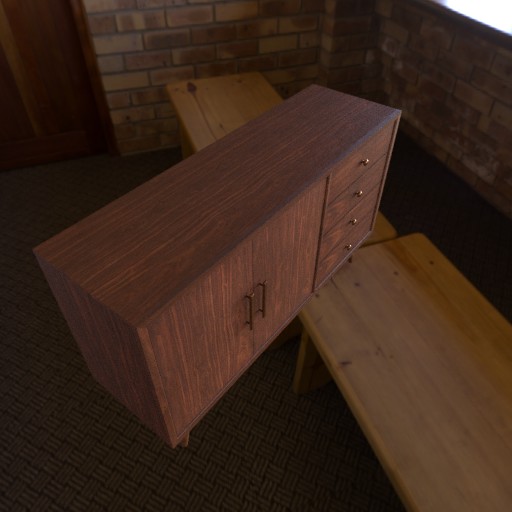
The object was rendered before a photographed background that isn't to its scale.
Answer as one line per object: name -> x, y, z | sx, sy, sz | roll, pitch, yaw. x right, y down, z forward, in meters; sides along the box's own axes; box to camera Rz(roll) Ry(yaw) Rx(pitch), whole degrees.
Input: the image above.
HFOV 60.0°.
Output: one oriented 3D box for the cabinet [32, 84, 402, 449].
cabinet -> 0.000, 0.000, 2.017 | 0.505, 0.940, 1.575 | 29, 51, 27
